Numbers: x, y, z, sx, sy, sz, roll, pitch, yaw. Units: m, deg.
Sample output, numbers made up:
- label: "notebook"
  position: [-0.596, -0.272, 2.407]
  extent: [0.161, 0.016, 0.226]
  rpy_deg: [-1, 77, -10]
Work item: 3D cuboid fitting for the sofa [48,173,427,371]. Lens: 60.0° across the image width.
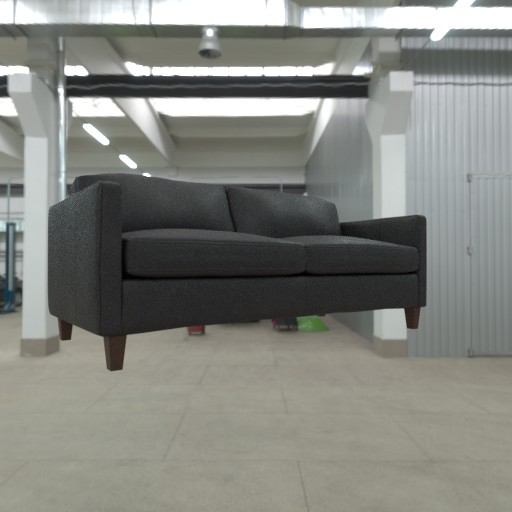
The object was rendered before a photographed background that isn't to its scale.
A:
- label: "sofa"
  position: [0.000, 0.000, 2.451]
  extent: [1.971, 0.863, 0.933]
  rpy_deg: [1, -1, -35]
